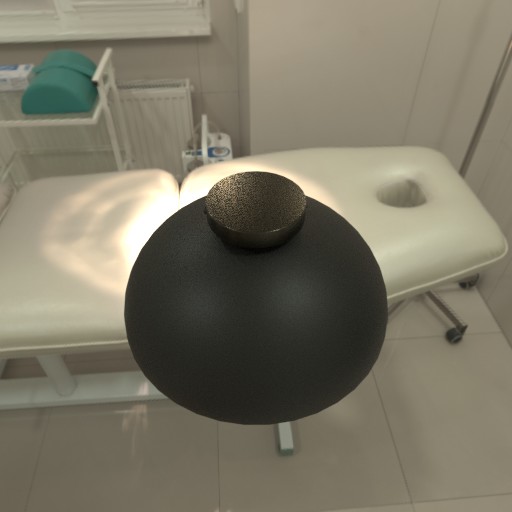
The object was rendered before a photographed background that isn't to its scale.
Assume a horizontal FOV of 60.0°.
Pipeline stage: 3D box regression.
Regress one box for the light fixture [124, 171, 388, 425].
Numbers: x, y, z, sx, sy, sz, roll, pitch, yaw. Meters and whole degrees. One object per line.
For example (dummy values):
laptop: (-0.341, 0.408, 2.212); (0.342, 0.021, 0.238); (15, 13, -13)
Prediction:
light fixture: (0.000, 0.000, 0.555); (0.355, 0.177, 0.355); (0, 45, 0)
